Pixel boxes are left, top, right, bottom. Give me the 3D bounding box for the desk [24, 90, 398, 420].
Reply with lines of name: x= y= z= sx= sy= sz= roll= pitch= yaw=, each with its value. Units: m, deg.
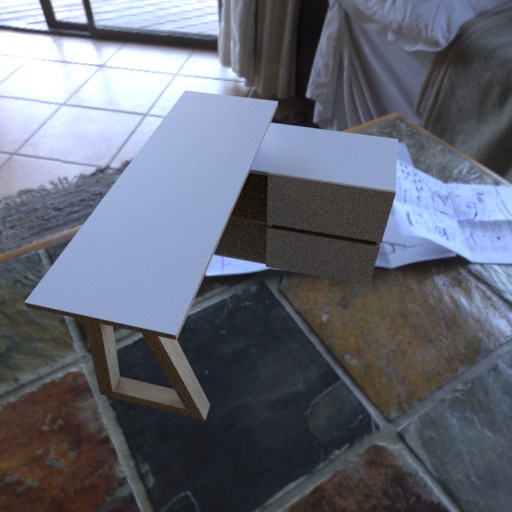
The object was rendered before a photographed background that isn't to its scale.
desk: x=0.000 y=0.000 z=1.991 sx=1.098 sy=0.755 sz=1.404 roll=10 pitch=48 yaw=9
